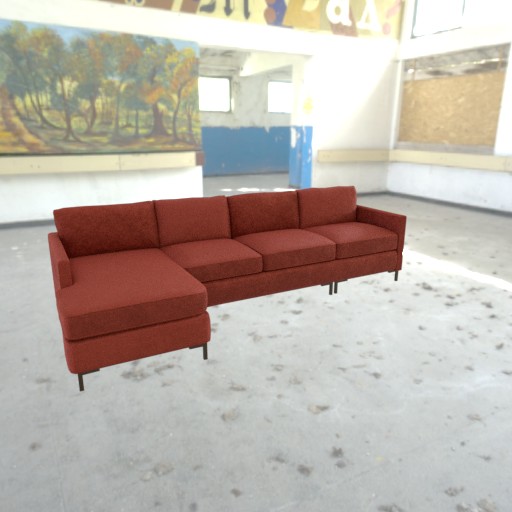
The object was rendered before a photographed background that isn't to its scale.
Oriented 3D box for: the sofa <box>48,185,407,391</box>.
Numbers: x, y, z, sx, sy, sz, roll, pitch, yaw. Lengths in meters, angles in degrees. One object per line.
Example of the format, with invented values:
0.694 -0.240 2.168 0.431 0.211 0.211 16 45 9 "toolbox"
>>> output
0.000 0.000 4.027 3.400 0.967 1.500 -8 18 -27 "sofa"
